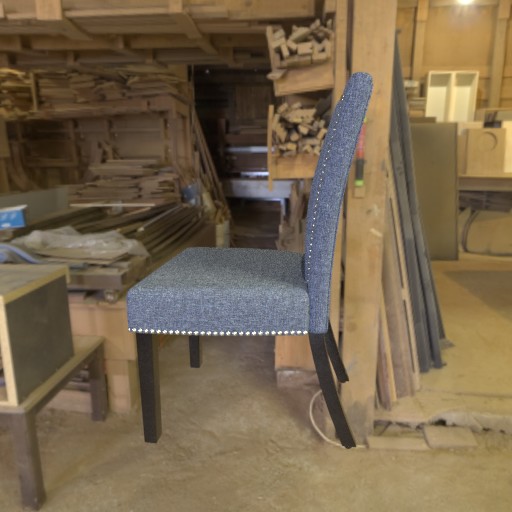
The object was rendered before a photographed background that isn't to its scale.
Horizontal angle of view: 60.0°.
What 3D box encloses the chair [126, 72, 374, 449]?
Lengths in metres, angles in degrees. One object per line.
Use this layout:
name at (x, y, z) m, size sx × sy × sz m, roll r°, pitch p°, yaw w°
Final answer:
chair at (0.000, 0.000, 1.277) m, size 0.589 × 0.946 × 0.518 m, roll 2°, pitch 14°, yaw 8°
